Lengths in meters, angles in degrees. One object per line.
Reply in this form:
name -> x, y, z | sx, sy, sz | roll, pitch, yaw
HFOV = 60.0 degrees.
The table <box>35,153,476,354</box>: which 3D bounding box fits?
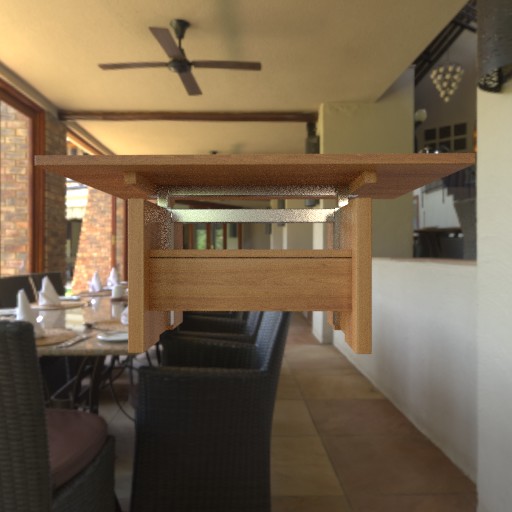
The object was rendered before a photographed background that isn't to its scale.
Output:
table -> 0.000, 0.000, 1.455 | 1.100, 0.510, 0.700 | 0, 0, 1
